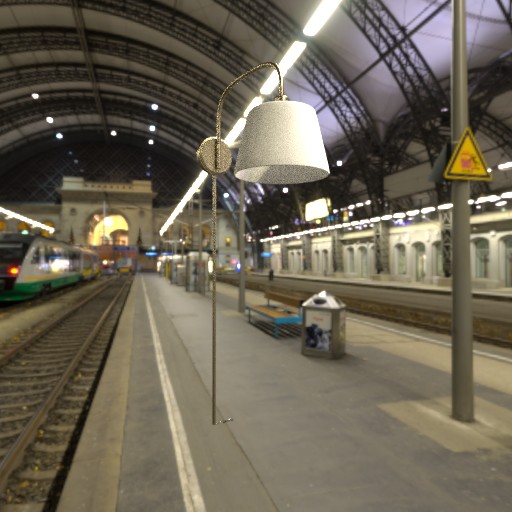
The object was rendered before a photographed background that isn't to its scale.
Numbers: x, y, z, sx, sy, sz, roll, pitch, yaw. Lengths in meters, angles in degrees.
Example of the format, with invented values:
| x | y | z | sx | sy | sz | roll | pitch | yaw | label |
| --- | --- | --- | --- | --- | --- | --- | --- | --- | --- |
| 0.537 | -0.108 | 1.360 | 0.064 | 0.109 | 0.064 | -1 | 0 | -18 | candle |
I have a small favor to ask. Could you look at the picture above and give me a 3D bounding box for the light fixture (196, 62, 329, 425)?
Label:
| x | y | z | sx | sy | sz | roll | pitch | yaw | label |
| --- | --- | --- | --- | --- | --- | --- | --- | --- | --- |
| 0.000 | 0.000 | 0.463 | 0.092 | 0.399 | 0.176 | 1 | -1 | -36 | light fixture |
